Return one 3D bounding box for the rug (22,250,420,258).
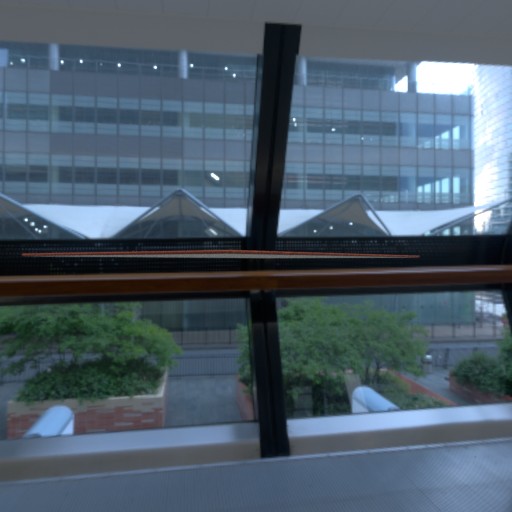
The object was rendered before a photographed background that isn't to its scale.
[{"bbox_3d":[0.000,0.000,3.054,1.524,0.014,2.438,0,-1,36],"label":"rug"}]
